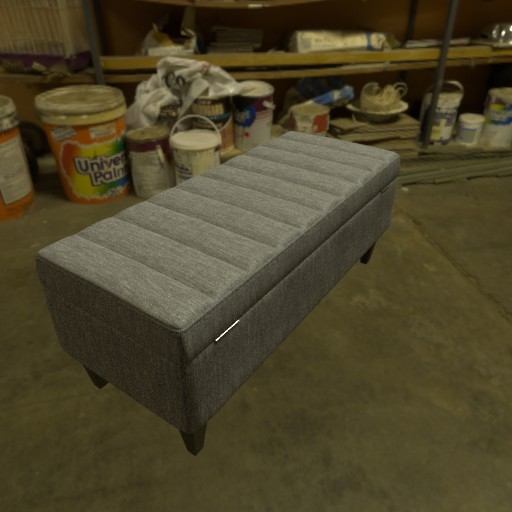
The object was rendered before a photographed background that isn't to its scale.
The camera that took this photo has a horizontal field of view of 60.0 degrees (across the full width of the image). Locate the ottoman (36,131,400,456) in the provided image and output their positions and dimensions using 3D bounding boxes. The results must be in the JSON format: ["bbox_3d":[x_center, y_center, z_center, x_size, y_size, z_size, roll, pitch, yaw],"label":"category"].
[{"bbox_3d":[0.000,0.000,1.408,0.482,0.469,1.151,21,38,29],"label":"ottoman"}]
